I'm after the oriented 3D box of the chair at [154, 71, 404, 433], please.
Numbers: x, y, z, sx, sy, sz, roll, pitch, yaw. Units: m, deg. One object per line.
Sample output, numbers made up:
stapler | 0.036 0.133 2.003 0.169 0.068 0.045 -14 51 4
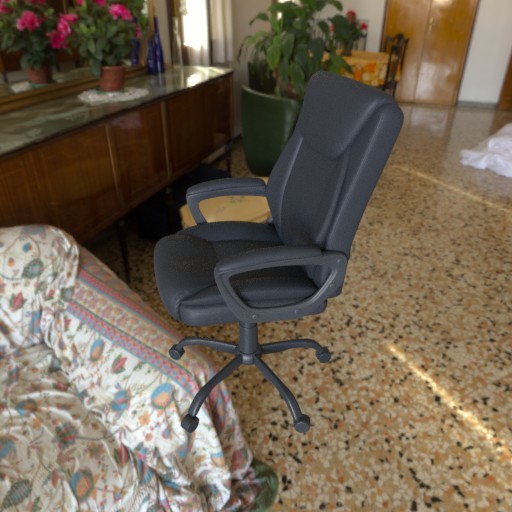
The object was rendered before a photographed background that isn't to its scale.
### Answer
chair | 0.000 0.000 1.453 0.655 1.072 0.615 -8 32 -14
